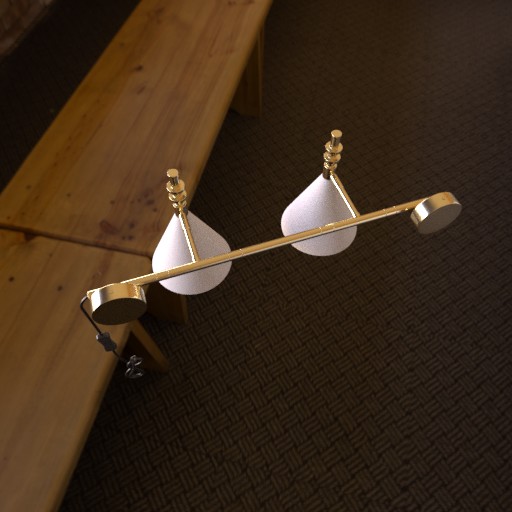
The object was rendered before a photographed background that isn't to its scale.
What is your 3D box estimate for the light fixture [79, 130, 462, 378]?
[{"bbox_3d":[0.000,0.000,0.872,0.642,0.468,0.239,-16,59,-10],"label":"light fixture"}]
